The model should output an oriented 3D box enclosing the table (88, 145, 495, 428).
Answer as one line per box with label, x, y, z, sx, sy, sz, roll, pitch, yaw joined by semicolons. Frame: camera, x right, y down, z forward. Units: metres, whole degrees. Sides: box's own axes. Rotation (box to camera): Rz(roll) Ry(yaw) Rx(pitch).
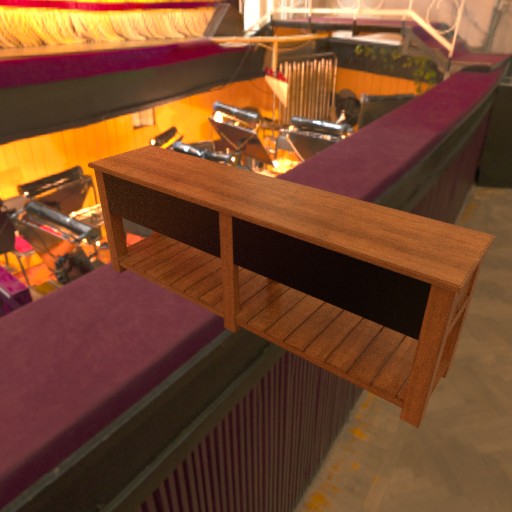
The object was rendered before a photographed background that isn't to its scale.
table;0.000;0.000;2.056;1.815;0.635;0.425;21;36;32
